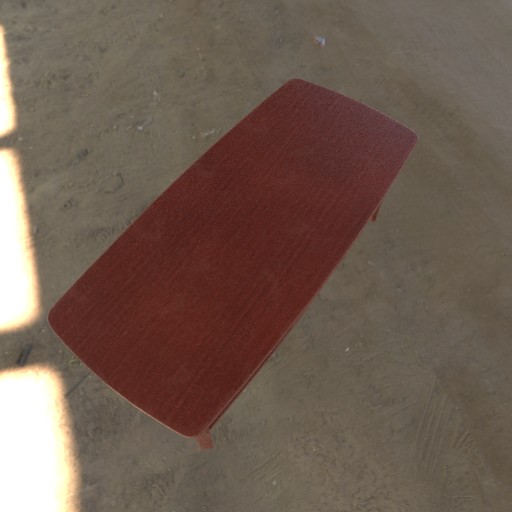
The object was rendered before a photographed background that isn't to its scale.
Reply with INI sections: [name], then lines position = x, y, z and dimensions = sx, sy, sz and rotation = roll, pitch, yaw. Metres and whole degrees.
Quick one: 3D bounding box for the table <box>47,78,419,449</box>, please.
[table]
position = 0.000, 0.000, 1.507
dimensions = 0.561, 0.473, 1.216
rotation = 32, 64, 17
